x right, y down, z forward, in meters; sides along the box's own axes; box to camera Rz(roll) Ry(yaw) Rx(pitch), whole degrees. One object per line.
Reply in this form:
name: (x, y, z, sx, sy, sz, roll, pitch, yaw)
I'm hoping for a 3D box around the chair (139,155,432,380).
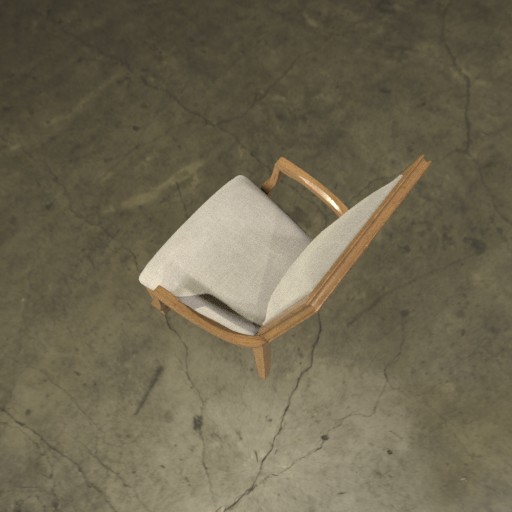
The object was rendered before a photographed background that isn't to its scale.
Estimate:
chair: (0.000, 0.000, 1.367, 0.602, 0.990, 0.606, 35, 69, 16)
